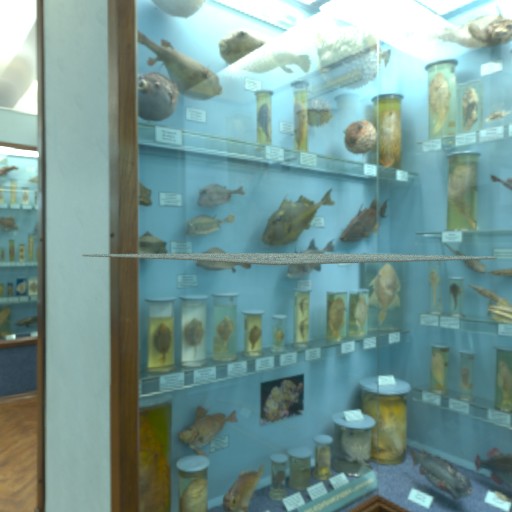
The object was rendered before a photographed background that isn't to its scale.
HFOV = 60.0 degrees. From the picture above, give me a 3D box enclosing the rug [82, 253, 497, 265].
[{"bbox_3d":[0.000,0.000,2.266,1.224,0.016,1.830,-1,1,-37],"label":"rug"}]
